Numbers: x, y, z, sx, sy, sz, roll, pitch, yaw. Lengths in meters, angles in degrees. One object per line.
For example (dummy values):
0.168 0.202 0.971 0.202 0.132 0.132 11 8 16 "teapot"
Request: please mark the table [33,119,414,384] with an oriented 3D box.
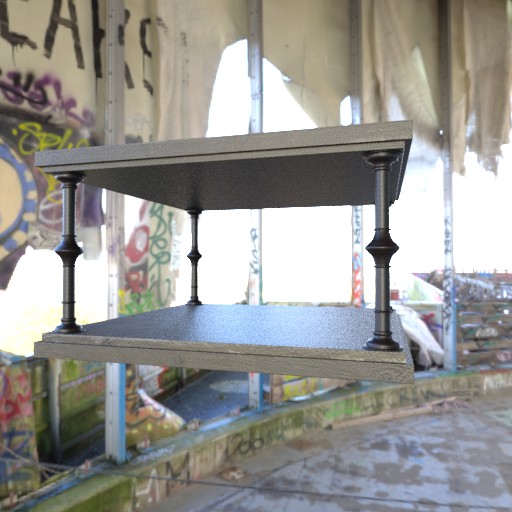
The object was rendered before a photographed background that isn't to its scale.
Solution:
0.000 0.000 1.099 0.696 0.400 0.696 0 -1 16 "table"
